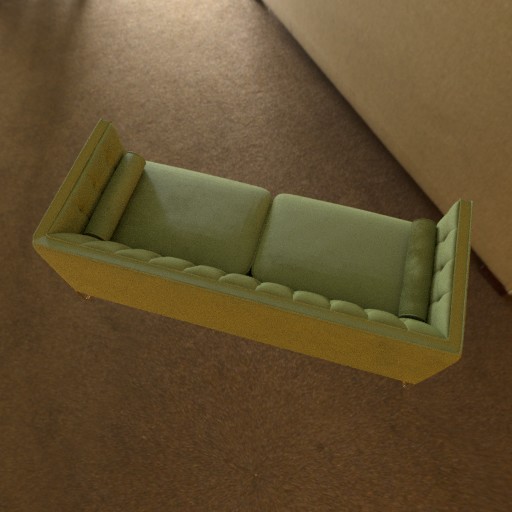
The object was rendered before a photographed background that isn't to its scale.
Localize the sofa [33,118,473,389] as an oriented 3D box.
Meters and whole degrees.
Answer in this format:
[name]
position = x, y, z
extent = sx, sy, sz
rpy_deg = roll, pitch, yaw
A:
[sofa]
position = 0.000, 0.000, 2.528
extent = 2.087, 0.789, 0.867
rpy_deg = 14, 65, 7
